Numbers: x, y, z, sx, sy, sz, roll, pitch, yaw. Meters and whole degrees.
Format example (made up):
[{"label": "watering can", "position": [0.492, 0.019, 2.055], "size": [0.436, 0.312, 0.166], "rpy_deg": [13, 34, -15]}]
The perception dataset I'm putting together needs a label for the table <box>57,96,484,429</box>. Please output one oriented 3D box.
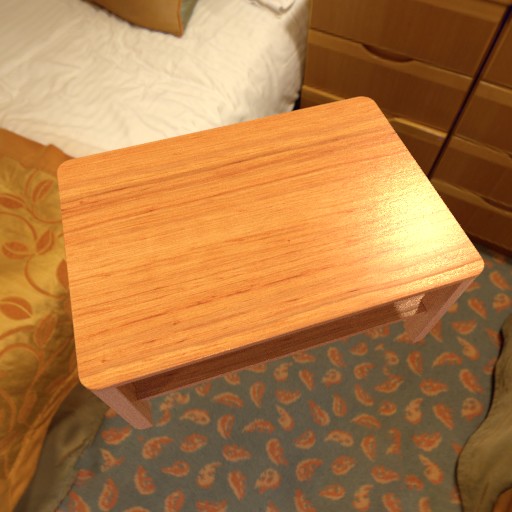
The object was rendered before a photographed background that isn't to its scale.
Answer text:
[{"label": "table", "position": [0.000, 0.000, 1.377], "size": [0.997, 0.445, 0.696], "rpy_deg": [-15, 59, -9]}]
